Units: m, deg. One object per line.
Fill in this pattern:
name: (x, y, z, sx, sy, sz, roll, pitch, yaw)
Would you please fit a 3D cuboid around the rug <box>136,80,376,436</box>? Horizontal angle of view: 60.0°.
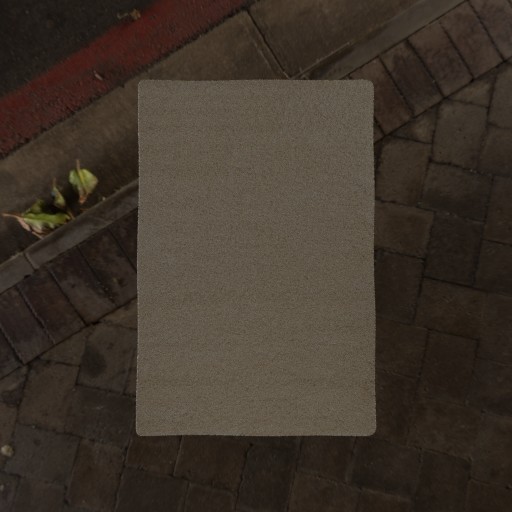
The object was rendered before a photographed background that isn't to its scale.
rug: (0.000, 0.000, 3.364, 1.798, 0.025, 2.698, 0, 88, 0)
